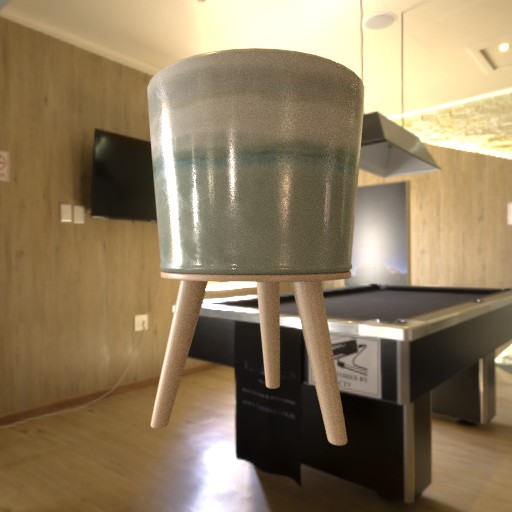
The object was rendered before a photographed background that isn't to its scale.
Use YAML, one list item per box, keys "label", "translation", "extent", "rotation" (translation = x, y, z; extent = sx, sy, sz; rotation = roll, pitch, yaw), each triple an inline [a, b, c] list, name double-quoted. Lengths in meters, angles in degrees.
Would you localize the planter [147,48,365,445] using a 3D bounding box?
- label: "planter"
  translation: [0.000, 0.000, 0.557]
  extent: [0.265, 0.404, 0.265]
  rotation: [0, 0, -35]
